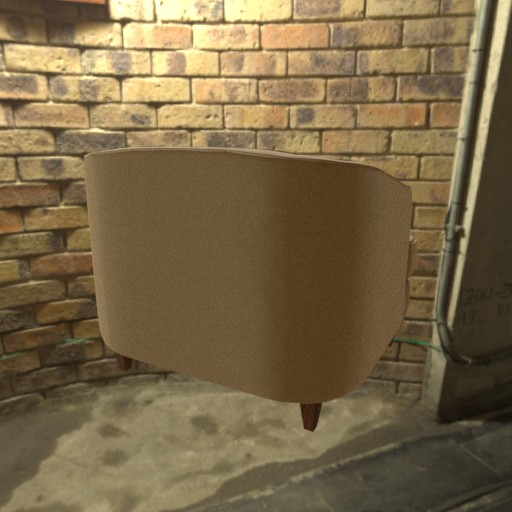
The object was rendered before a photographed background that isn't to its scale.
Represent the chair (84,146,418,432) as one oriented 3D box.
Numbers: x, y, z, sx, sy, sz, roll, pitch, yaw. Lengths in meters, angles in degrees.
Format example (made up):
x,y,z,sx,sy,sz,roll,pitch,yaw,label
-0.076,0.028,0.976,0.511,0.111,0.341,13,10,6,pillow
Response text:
x,y,z,sx,sy,sz,roll,pitch,yaw,label
0.000,0.000,1.756,1.104,0.852,0.941,8,17,27,chair
